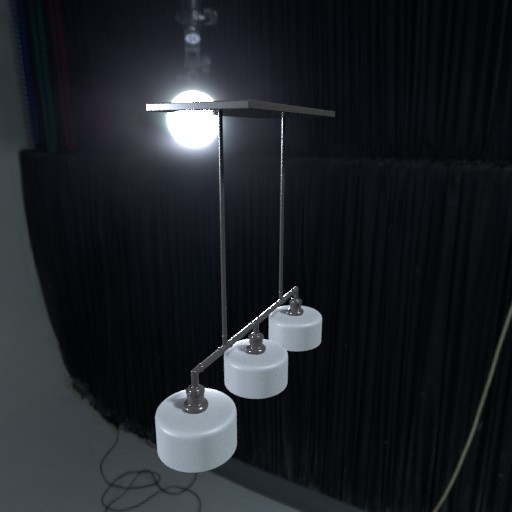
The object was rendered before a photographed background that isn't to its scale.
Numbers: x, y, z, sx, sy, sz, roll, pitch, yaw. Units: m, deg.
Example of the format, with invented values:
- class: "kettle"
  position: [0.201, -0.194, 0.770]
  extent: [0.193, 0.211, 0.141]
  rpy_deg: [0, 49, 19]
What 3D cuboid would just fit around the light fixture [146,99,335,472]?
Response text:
- class: "light fixture"
  position: [0.000, 0.000, 0.878]
  extent: [0.177, 0.557, 0.582]
  rpy_deg: [8, 17, 26]
